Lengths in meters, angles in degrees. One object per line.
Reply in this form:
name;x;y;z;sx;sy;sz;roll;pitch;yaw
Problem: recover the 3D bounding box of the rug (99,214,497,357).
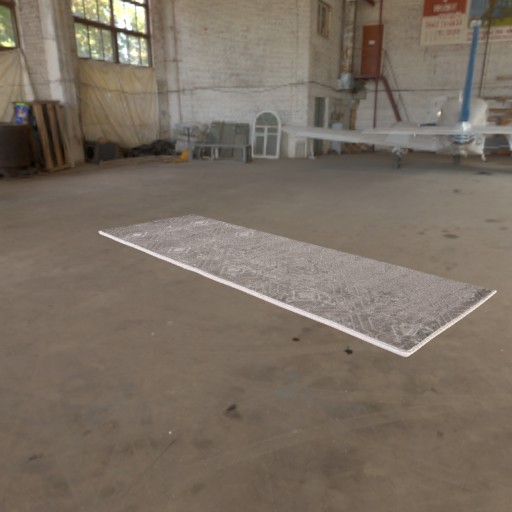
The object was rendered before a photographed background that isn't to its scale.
rug;0.000;0.000;2.614;0.832;0.035;2.381;-16;24;-41
